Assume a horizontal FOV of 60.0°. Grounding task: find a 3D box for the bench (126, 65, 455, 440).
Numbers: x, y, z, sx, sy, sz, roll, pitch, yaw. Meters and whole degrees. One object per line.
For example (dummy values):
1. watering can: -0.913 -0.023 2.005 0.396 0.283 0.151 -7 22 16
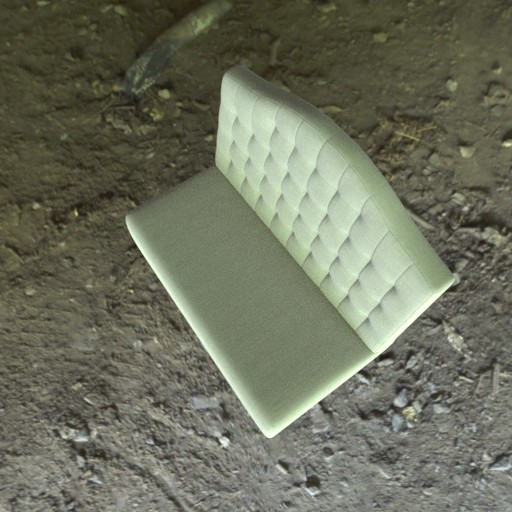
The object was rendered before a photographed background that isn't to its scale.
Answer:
1. bench: 0.000 0.000 2.075 0.815 1.180 1.335 -32 67 -15
